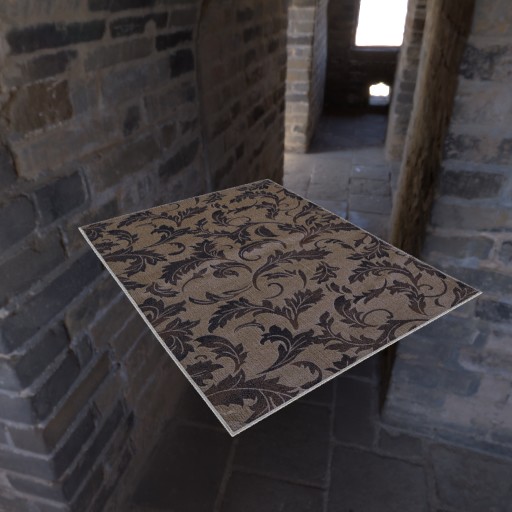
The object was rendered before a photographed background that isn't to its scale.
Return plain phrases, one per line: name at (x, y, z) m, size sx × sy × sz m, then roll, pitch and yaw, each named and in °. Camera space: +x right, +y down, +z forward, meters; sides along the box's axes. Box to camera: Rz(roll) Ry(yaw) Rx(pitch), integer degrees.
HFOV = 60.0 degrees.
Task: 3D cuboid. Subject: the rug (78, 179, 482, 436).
rug at (0.000, 0.000, 4.034) m, size 2.380 × 0.008 × 2.977 m, roll -20°, pitch 36°, yaw -29°
